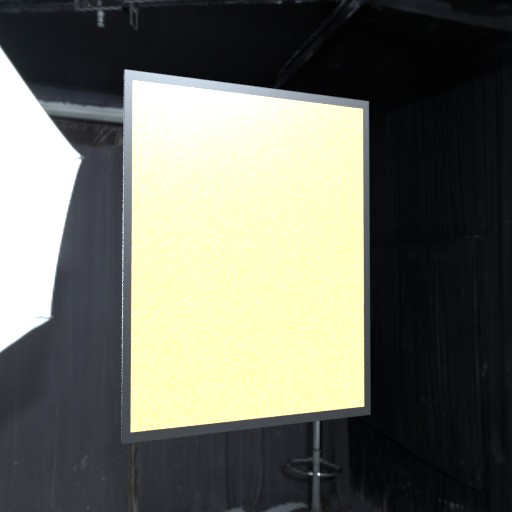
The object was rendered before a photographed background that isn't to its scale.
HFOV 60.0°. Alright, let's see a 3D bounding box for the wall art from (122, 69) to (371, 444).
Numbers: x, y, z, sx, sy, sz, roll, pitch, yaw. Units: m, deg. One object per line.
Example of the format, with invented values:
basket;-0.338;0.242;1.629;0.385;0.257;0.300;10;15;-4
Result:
wall art;0.000;0.000;1.346;0.774;1.027;0.030;0;-1;-18
